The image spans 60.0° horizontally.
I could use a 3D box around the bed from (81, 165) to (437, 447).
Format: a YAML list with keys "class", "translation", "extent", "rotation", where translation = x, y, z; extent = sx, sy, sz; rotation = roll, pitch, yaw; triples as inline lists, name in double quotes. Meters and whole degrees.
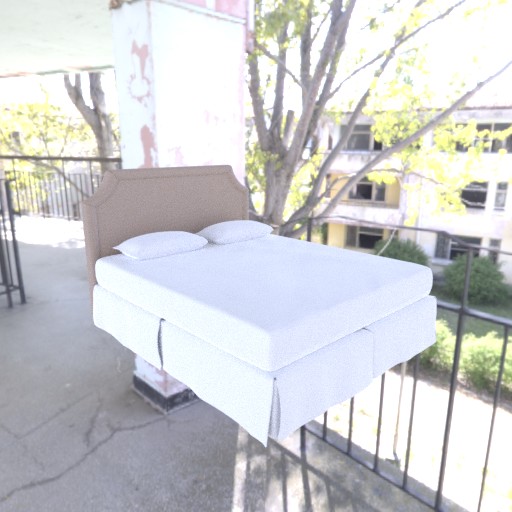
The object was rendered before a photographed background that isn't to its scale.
- class: "bed"
  translation: [0.000, 0.000, 4.289]
  extent: [2.350, 1.590, 2.773]
  rotation: [-13, 19, -42]
